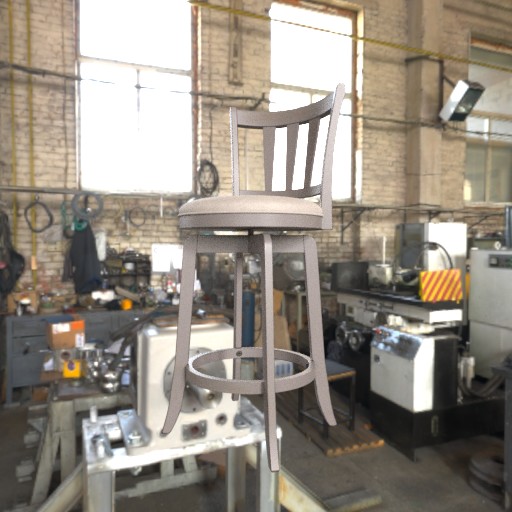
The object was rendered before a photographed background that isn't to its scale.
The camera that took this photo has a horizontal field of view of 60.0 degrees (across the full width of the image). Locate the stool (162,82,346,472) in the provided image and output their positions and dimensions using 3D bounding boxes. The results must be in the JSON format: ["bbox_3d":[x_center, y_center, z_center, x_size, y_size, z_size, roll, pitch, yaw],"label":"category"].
[{"bbox_3d":[0.000,0.000,1.322,0.436,1.023,0.475,1,2,35],"label":"stool"}]
